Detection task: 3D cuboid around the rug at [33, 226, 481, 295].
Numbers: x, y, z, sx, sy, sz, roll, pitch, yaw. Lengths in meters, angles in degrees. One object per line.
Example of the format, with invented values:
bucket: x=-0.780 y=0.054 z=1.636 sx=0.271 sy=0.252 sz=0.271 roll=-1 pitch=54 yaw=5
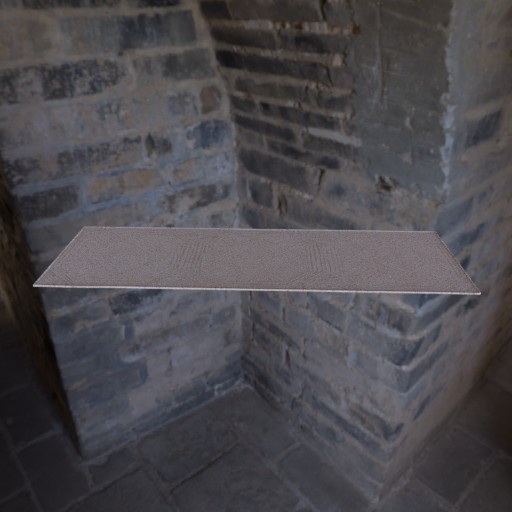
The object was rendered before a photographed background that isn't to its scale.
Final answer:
rug: x=0.000 y=0.000 z=2.757 sx=2.452 sy=0.012 sz=0.775 roll=1 pitch=29 yaw=2
